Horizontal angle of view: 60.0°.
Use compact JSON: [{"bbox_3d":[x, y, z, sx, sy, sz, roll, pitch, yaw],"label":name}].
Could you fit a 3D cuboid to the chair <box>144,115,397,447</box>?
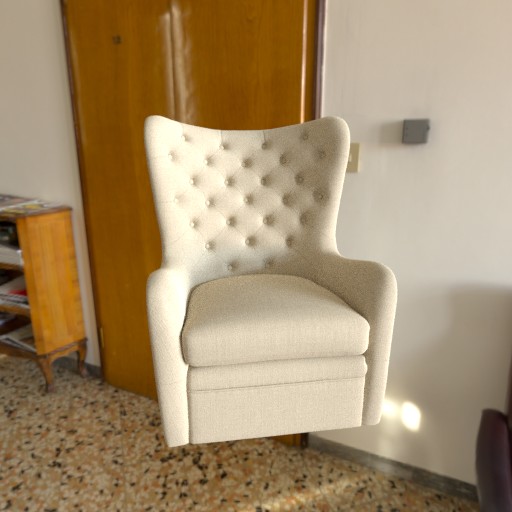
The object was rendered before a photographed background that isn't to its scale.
[{"bbox_3d":[0.000,0.000,1.775,0.831,1.079,0.929,-3,17,-9],"label":"chair"}]
